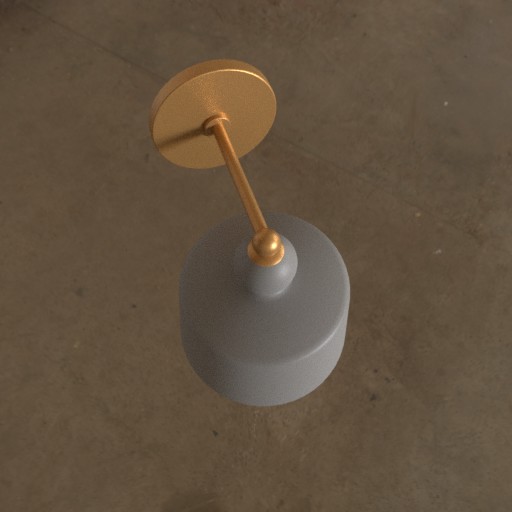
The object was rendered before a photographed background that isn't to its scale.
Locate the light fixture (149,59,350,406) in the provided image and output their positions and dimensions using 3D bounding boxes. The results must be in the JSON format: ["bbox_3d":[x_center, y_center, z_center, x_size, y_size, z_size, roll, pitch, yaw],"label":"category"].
[{"bbox_3d":[0.000,0.000,0.445,0.204,0.268,0.254,-18,64,-9],"label":"light fixture"}]
